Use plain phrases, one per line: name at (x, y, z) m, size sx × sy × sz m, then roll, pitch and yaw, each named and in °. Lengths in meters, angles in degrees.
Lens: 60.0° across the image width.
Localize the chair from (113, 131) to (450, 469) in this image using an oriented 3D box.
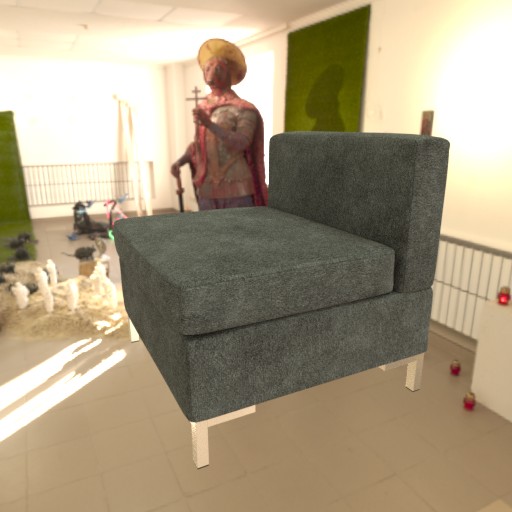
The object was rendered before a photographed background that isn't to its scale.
chair at (0.000, 0.000, 1.229) m, size 0.680 × 0.660 × 0.680 m, roll -8°, pitch 18°, yaw -26°
